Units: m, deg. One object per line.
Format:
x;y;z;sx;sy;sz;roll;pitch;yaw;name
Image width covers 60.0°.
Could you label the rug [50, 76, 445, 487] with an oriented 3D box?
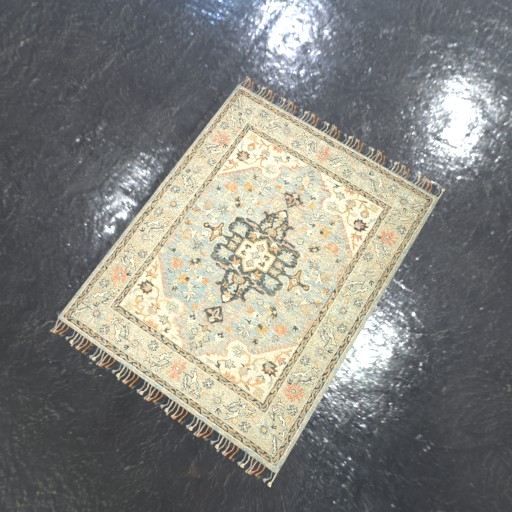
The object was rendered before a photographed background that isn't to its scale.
0.000;0.000;2.251;1.278;0.009;1.730;32;77;8;rug
